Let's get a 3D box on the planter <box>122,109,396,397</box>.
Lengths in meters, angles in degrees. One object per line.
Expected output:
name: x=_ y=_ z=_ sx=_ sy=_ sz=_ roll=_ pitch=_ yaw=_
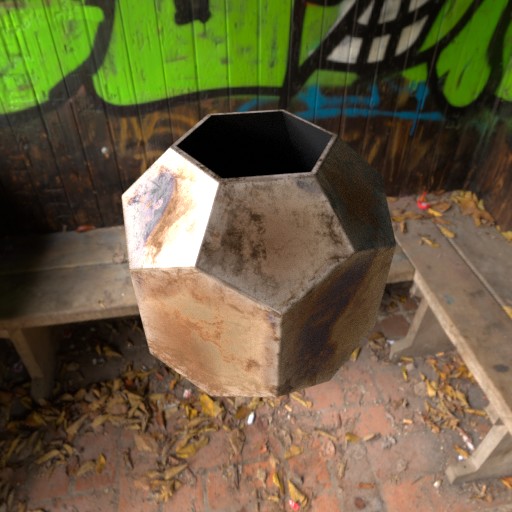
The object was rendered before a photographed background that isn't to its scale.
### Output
planter: x=0.000 y=0.000 z=0.424 sx=0.243 sy=0.238 sz=0.221 roll=-27 pitch=48 yaw=-28
